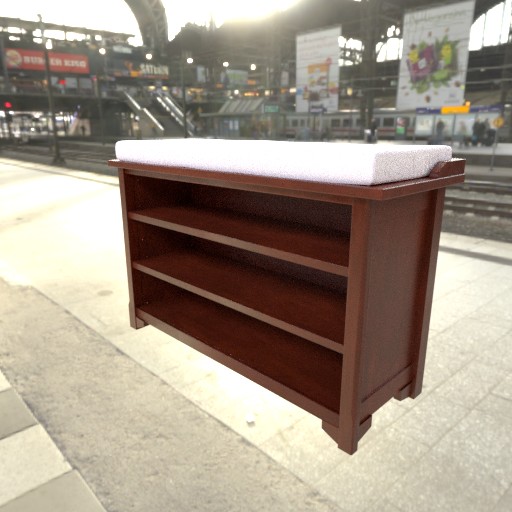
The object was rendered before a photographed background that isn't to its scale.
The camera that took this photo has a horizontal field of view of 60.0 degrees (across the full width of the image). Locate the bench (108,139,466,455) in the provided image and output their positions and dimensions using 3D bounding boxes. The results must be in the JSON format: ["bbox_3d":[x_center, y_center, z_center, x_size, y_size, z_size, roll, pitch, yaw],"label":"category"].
[{"bbox_3d":[0.000,0.000,1.298,0.987,0.646,0.369,16,22,43],"label":"bench"}]
